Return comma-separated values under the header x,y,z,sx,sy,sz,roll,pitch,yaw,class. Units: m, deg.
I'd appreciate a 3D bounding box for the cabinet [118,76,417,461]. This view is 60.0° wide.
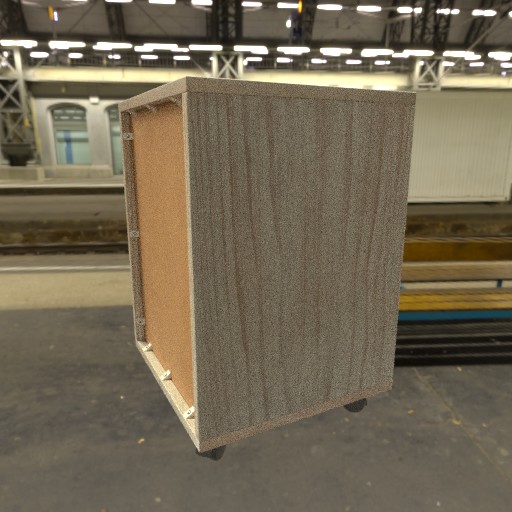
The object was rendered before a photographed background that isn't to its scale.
x,y,z,sx,sy,sz,roll,pitch,yaw,class
0.000,0.000,0.861,0.401,0.579,0.409,-7,16,-27,cabinet
